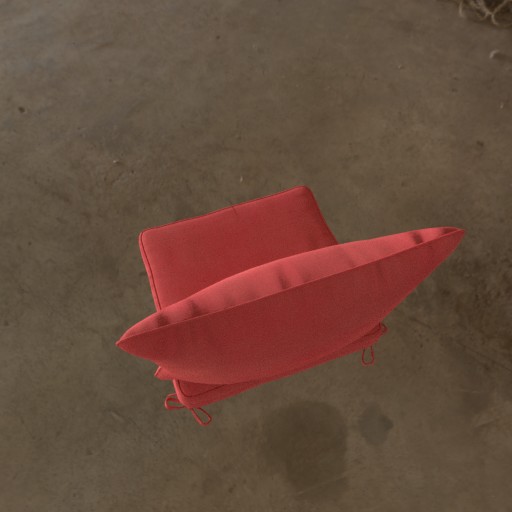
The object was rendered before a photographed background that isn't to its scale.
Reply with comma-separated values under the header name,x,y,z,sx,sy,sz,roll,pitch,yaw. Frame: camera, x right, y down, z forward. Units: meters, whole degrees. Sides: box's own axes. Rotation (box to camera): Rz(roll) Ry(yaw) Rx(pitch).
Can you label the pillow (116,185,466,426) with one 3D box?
name,x,y,z,sx,sy,sz,roll,pitch,yaw
pillow,0.000,0.000,1.330,0.798,0.725,0.733,-17,62,-10
